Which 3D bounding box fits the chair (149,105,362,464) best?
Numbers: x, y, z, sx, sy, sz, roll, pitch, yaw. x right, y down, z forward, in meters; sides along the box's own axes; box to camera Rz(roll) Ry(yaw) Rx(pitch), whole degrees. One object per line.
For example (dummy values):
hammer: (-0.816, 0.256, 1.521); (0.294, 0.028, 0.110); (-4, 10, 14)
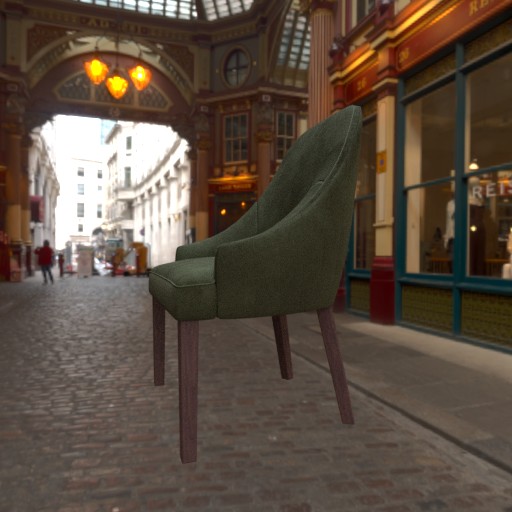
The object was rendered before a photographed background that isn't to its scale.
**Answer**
chair: (0.000, 0.000, 1.323); (0.575, 0.889, 0.643); (0, 1, -19)
